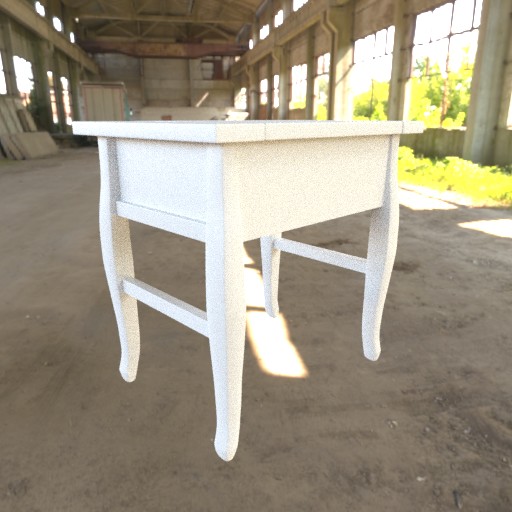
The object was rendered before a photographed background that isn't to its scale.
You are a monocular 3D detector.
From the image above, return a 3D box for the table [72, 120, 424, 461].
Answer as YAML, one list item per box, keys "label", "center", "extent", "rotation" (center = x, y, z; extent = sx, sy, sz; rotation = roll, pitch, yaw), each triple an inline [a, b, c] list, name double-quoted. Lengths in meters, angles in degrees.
- label: "table"
  center: [0.000, 0.000, 1.034]
  extent: [0.599, 0.605, 0.463]
  rotation: [-16, 24, -42]
